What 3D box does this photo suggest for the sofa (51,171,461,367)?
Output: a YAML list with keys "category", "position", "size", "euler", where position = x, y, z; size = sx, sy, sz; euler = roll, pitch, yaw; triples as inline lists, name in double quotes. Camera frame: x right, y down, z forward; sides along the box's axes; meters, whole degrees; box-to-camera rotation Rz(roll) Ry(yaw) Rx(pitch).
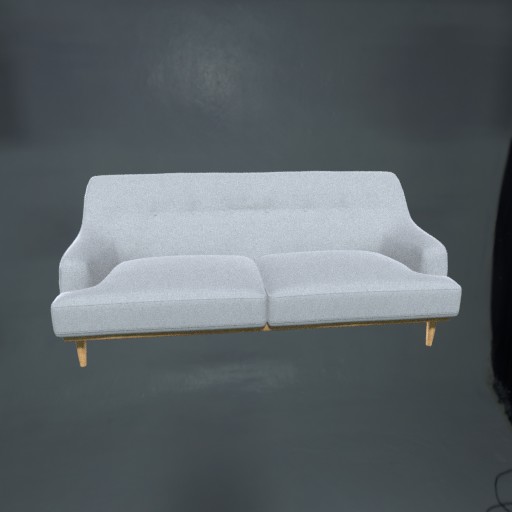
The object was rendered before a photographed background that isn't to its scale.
- category: "sofa"
  position: [0.000, 0.000, 2.590]
  size: [2.057, 0.871, 0.978]
  euler: [-2, 17, -6]
